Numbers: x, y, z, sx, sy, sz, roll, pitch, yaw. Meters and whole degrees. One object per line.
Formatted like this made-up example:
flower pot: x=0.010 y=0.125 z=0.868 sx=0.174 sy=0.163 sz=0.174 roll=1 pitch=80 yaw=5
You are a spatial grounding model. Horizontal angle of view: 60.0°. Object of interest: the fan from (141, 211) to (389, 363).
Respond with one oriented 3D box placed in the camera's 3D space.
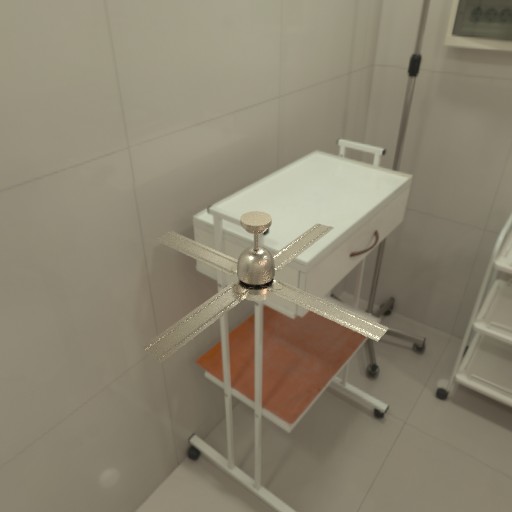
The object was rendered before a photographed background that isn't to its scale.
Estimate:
fan: x=0.000 y=0.000 z=2.121 sx=1.346 sy=0.406 sz=1.346 roll=22 pitch=38 yaw=30
